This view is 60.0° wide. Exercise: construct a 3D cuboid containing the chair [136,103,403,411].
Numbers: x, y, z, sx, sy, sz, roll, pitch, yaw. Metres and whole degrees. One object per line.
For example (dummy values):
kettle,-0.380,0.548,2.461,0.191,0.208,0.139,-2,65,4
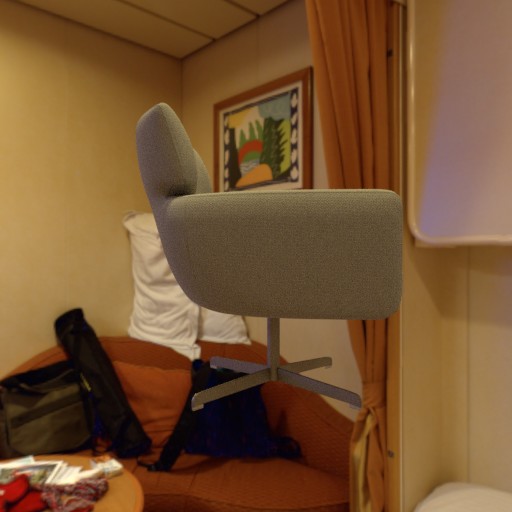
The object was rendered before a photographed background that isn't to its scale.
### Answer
chair,0.000,0.000,1.391,0.730,0.810,0.760,0,0,0
